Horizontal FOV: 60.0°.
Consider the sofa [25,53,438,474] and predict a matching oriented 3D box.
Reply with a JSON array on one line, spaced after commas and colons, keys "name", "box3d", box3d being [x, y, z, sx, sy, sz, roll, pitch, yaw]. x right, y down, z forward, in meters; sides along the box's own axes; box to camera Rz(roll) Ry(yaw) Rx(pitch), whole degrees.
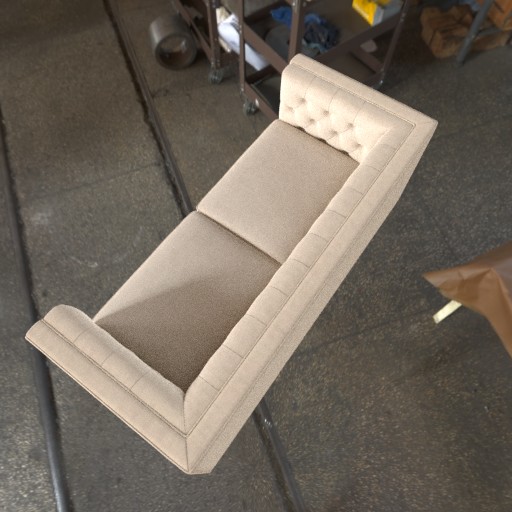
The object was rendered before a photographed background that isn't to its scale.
[{"name": "sofa", "box3d": [0.000, 0.000, 2.129, 0.775, 0.762, 1.778, 33, 69, 15]}]
